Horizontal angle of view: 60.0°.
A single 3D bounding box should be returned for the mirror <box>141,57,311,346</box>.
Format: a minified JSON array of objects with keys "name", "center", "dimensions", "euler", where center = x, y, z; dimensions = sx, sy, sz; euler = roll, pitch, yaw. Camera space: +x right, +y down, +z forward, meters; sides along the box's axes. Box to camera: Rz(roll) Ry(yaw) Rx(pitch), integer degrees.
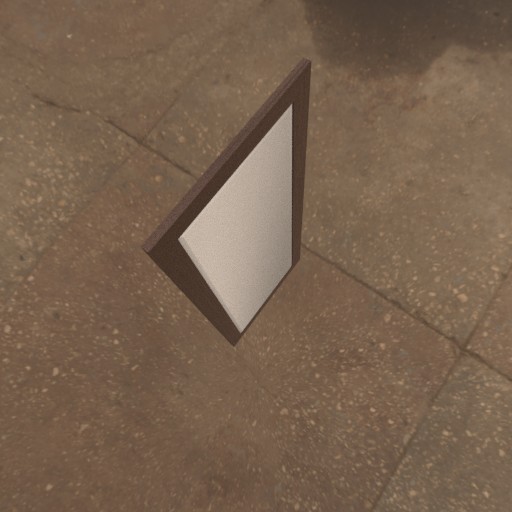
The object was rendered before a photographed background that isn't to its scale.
[{"name":"mirror","center":[0.000,0.000,2.314],"dimensions":[0.221,2.020,0.812],"euler":[36,77,9]}]
